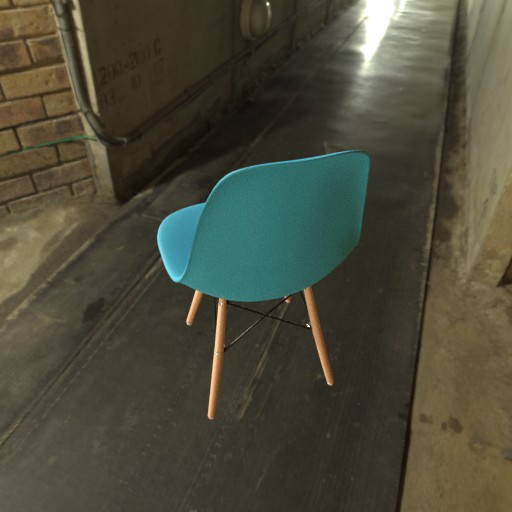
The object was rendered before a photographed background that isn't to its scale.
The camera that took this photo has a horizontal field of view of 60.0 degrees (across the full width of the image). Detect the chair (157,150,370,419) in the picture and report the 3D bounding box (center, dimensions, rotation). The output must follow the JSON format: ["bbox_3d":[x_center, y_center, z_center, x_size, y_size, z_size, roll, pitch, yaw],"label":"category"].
[{"bbox_3d":[0.000,0.000,1.138,0.470,0.826,0.531,-11,42,-13],"label":"chair"}]
